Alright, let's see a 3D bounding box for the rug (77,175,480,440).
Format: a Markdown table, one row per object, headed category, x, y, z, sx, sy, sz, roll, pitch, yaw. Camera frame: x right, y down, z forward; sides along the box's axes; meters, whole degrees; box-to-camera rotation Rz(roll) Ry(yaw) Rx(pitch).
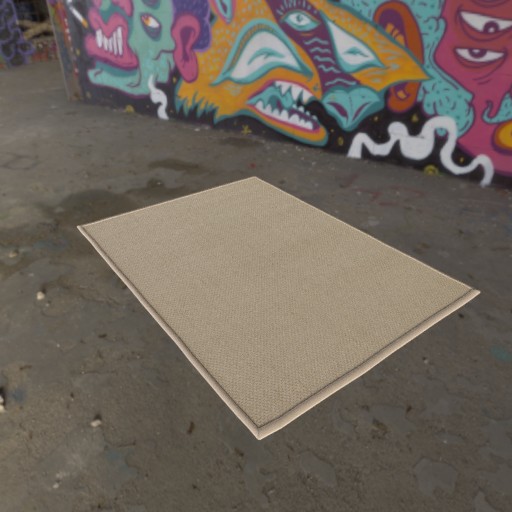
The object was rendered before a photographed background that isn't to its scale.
| category | x | y | z | sx | sy | sz | roll | pitch | yaw |
| --- | --- | --- | --- | --- | --- | --- | --- | --- | --- |
| rug | 0.000 | 0.000 | 2.725 | 1.525 | 0.020 | 2.081 | -22 | 38 | -30 |
